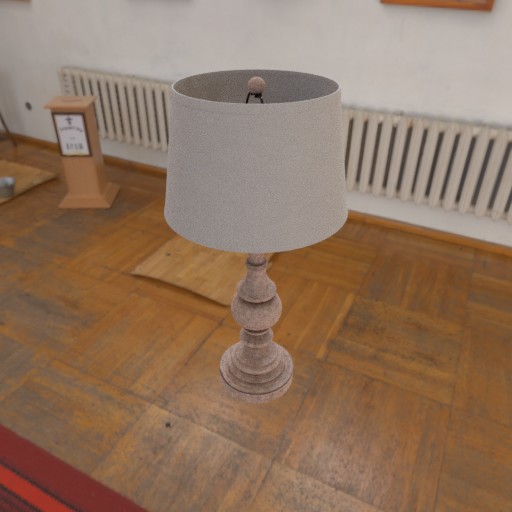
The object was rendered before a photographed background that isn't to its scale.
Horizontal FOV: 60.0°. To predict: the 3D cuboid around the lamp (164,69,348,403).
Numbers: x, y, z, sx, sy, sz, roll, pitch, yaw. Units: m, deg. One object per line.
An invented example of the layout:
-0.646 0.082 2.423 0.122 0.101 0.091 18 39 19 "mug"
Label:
0.000 0.000 0.891 0.340 0.678 0.340 0 32 0 "lamp"
